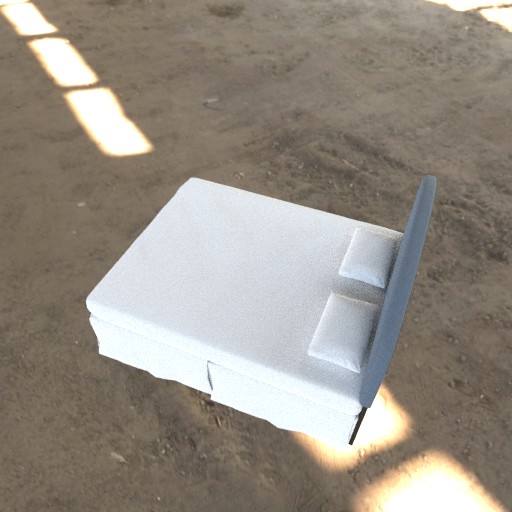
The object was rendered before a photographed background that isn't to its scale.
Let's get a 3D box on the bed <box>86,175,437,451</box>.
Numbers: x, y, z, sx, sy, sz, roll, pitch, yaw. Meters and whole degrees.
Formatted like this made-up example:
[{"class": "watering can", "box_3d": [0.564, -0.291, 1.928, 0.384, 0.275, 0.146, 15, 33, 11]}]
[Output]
[{"class": "bed", "box_3d": [0.000, 0.000, 3.115, 2.005, 1.410, 1.607, 17, 49, 15]}]
